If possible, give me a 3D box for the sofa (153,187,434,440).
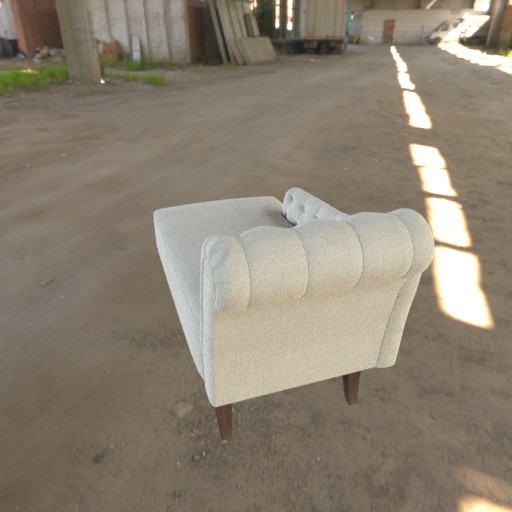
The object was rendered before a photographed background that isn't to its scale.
[{"bbox_3d":[0.000,0.000,1.809,0.675,0.787,1.379,-9,29,-16],"label":"sofa"}]
